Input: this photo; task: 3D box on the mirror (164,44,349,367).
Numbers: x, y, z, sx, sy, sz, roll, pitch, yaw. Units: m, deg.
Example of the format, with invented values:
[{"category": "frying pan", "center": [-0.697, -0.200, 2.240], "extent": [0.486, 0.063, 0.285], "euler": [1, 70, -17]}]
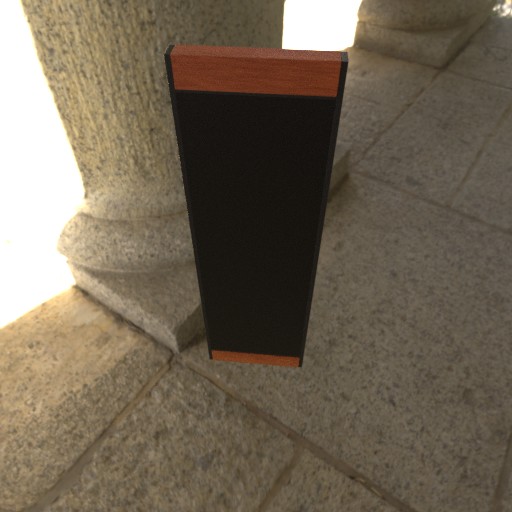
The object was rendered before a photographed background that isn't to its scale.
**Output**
[{"category": "mirror", "center": [0.000, 0.000, 1.244], "extent": [0.343, 1.123, 0.047], "euler": [4, 47, 4]}]
